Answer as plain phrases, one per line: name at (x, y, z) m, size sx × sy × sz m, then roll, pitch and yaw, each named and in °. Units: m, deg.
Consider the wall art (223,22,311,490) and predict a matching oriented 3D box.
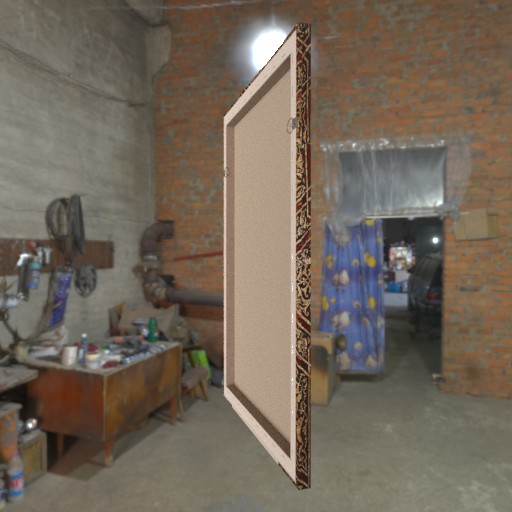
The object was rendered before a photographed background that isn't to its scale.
wall art at (0.000, 0.000, 1.144) m, size 0.030 × 0.904 × 0.599 m, roll 0°, pitch 0°, yaw -18°
